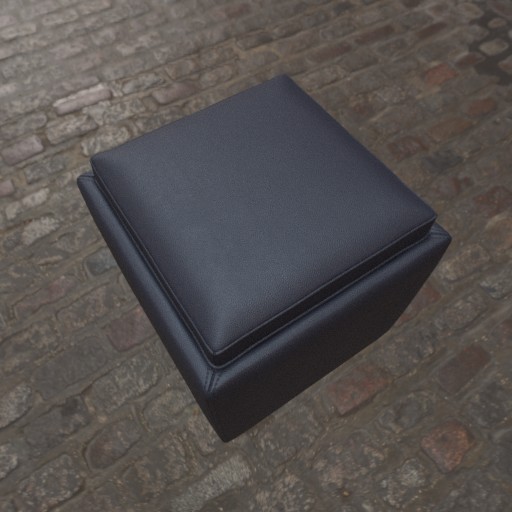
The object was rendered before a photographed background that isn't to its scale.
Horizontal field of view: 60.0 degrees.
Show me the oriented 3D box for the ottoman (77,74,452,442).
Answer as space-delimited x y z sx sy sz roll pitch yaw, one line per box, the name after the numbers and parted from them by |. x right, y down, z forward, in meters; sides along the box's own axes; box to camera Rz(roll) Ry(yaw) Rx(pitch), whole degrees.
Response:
0.000 0.000 0.834 0.450 0.460 0.451 -30 63 -17 | ottoman
